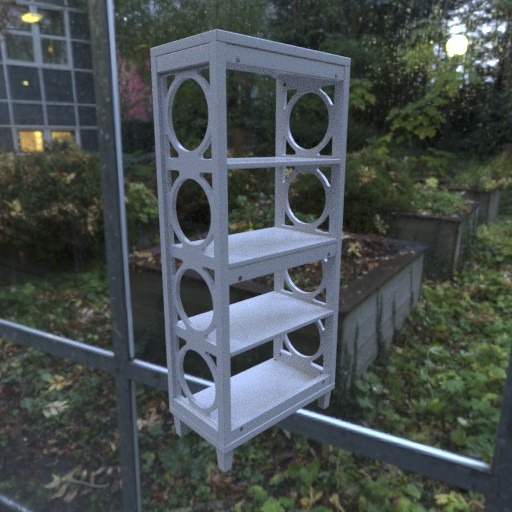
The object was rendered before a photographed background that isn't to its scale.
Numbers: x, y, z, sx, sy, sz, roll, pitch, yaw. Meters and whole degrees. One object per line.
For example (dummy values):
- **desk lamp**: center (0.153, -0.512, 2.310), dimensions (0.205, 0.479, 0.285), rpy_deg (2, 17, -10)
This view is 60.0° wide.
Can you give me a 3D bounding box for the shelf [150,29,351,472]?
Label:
- **shelf**: center (0.000, 0.000, 1.670), dimensions (0.611, 1.411, 0.340), rpy_deg (-13, 19, -42)
